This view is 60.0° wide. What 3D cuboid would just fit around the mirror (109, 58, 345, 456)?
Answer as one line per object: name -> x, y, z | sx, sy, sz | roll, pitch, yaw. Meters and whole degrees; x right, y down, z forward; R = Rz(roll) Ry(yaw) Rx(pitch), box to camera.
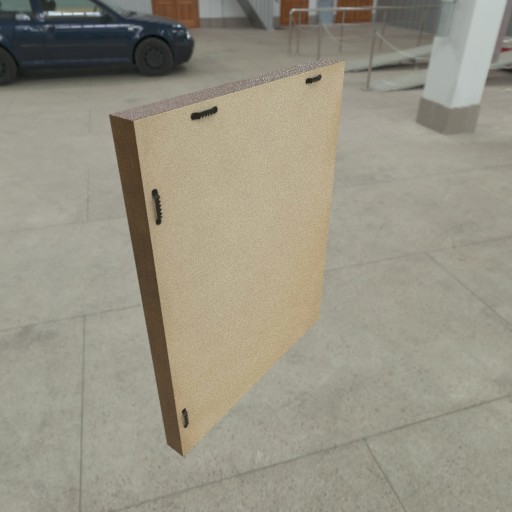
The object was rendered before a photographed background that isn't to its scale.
mirror -> 0.000, 0.000, 0.681 | 0.041, 0.509, 0.406 | 22, 39, 31
